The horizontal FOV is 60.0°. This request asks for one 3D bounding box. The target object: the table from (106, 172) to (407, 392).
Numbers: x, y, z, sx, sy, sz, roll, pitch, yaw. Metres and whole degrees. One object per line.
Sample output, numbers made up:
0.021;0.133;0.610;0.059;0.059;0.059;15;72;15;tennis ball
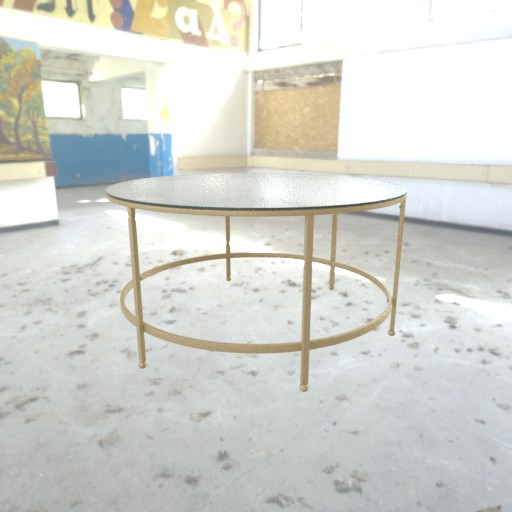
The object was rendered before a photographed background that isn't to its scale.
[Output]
0.000;0.000;1.472;0.914;0.470;0.914;0;15;0;table
